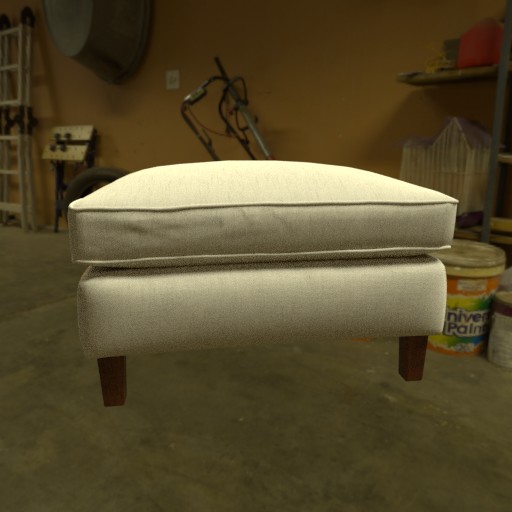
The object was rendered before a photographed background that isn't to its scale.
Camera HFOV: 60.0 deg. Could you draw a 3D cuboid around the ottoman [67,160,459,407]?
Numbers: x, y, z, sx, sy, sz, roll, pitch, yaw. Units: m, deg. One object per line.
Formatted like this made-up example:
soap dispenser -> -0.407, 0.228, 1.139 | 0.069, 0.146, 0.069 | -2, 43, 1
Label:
ottoman -> 0.000, 0.000, 0.965 | 0.665, 0.406, 0.501 | -2, 14, -8
